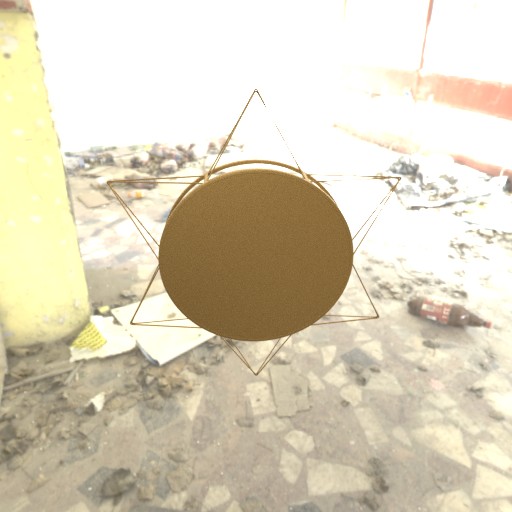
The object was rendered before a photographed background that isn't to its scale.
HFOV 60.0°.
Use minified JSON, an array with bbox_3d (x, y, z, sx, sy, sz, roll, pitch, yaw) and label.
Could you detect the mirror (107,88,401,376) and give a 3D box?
[{"bbox_3d":[0.000,0.000,0.815,0.498,0.581,0.062,-1,28,-2],"label":"mirror"}]
